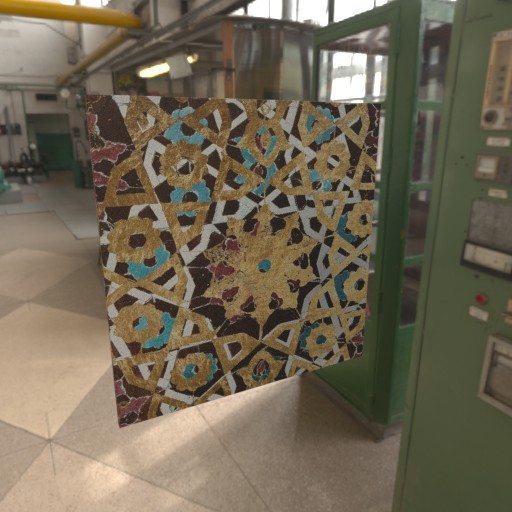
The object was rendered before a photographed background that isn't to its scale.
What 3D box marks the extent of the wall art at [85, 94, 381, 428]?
[{"bbox_3d":[0.000,0.000,0.611,0.404,0.406,0.010,-8,18,-27],"label":"wall art"}]
